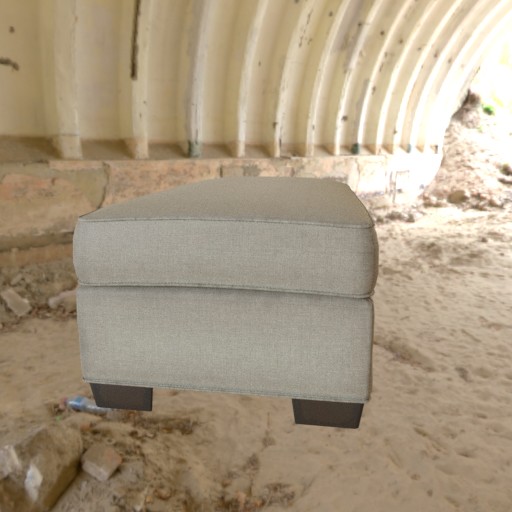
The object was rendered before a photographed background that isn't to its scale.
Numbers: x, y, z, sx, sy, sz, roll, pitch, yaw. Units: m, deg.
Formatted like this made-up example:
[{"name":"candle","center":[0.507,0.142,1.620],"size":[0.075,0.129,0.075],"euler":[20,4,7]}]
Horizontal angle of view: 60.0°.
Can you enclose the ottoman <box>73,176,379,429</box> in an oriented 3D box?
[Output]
[{"name":"ottoman","center":[0.000,0.000,1.397],"size":[0.617,0.461,1.097],"euler":[2,14,8]}]
